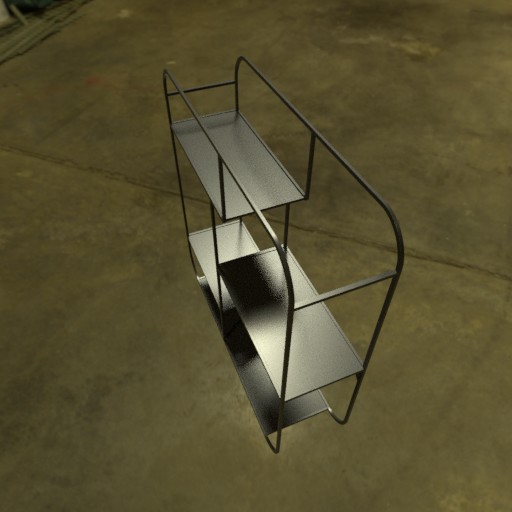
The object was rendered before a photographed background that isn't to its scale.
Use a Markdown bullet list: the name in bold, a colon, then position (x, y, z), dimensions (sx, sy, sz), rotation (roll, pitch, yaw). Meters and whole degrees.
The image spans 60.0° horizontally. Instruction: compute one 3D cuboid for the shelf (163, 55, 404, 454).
- **shelf**: position (0.000, 0.000, 0.911), dimensions (0.160, 0.600, 0.600), rotation (-17, 49, -15)
